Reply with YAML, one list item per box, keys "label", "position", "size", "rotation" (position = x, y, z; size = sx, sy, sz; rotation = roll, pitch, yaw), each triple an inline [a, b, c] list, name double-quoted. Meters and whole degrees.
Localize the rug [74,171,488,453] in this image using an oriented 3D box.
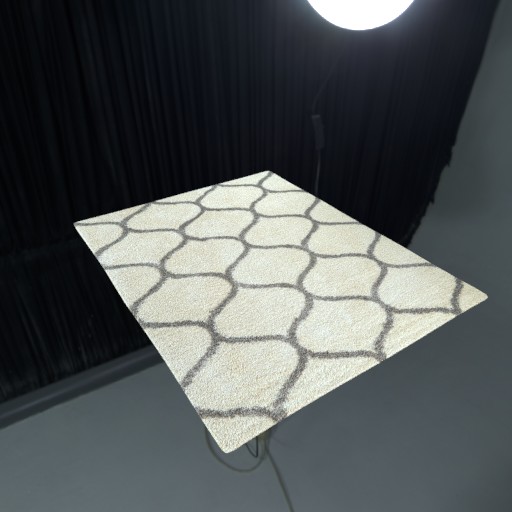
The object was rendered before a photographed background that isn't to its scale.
- label: "rug"
  position: [0.000, 0.000, 3.953]
  size: [2.399, 0.026, 3.000]
  rotation: [-20, 39, -28]
